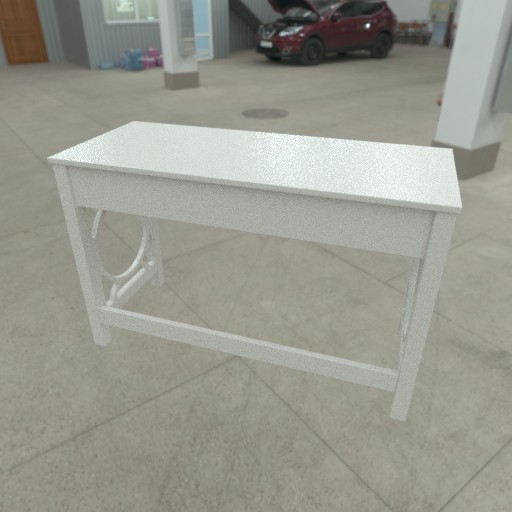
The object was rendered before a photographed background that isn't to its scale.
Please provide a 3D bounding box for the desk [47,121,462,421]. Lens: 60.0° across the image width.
[{"bbox_3d":[0.000,0.000,1.602,1.191,0.762,0.504,10,32,16],"label":"desk"}]
